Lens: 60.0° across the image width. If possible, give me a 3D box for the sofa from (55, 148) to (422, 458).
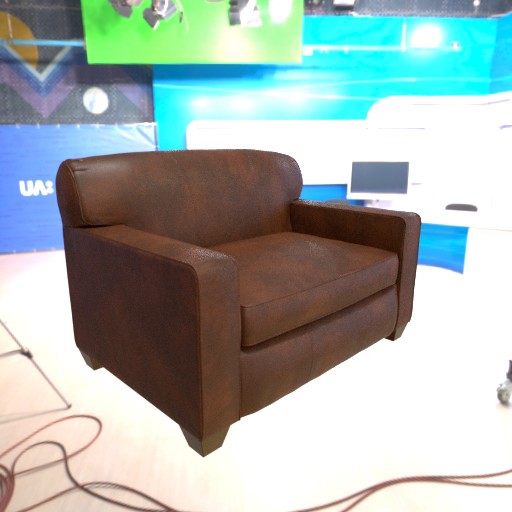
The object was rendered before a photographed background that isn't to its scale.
[{"bbox_3d":[0.000,0.000,2.053,1.413,0.956,1.000,-14,20,-43],"label":"sofa"}]
